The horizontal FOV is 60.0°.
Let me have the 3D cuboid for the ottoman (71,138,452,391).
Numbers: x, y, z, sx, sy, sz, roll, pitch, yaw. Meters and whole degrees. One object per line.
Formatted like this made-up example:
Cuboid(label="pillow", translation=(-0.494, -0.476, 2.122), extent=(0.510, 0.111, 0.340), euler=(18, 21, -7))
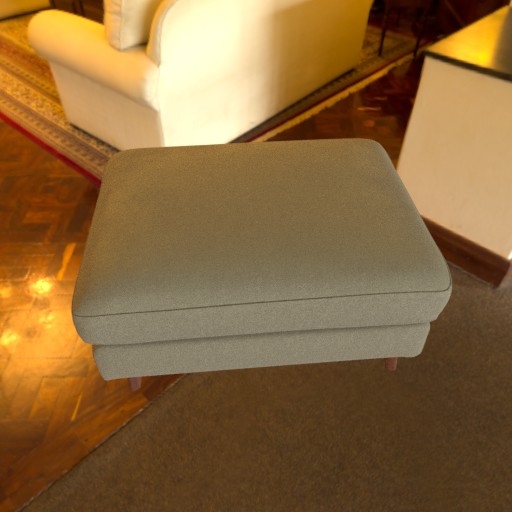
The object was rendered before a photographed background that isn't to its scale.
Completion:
Cuboid(label="ottoman", translation=(0.000, 0.000, 1.196), extent=(0.811, 0.449, 0.608), euler=(-4, 45, -4))
